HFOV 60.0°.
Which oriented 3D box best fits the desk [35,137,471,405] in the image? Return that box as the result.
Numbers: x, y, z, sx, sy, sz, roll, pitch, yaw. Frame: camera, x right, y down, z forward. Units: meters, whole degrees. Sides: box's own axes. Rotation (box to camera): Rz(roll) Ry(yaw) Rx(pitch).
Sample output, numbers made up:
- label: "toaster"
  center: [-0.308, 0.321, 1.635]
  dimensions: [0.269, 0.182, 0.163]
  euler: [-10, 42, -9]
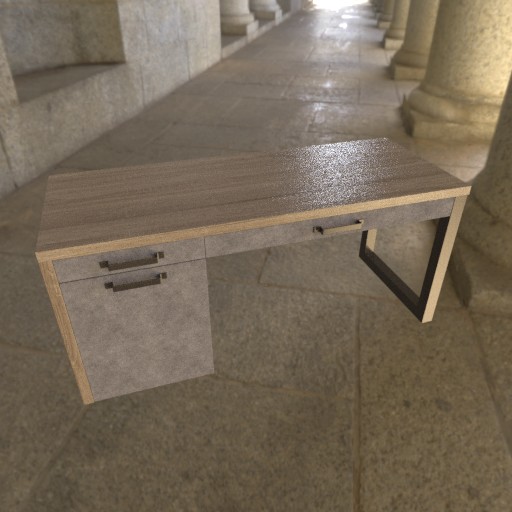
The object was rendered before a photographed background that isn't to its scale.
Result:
- label: "desk"
  center: [0.000, 0.000, 2.107]
  dimensions: [1.700, 0.760, 0.690]
  euler: [-10, 34, -15]
